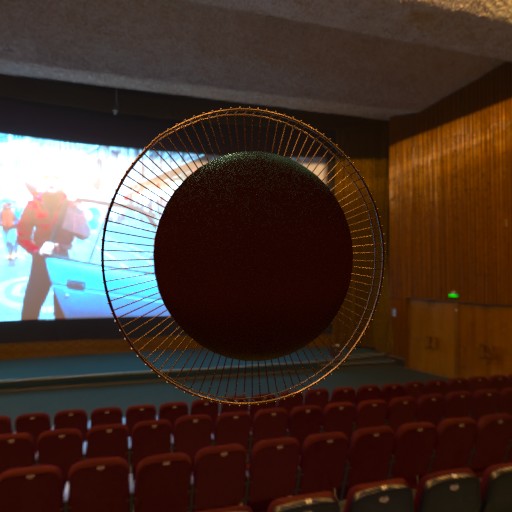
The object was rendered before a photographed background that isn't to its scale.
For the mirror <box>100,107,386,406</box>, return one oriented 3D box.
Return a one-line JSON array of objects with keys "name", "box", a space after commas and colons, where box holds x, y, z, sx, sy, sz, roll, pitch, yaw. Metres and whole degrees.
[{"name": "mirror", "box": [0.000, 0.000, 1.061, 0.703, 0.703, 0.067, 0, -1, -18]}]
